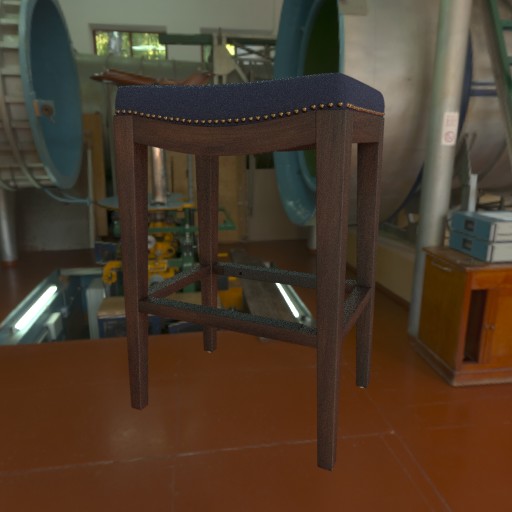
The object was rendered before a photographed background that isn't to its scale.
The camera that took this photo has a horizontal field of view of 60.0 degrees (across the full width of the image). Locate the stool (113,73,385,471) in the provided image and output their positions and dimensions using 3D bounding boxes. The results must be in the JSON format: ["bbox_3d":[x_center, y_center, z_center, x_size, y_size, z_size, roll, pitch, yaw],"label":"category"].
[{"bbox_3d":[0.000,0.000,1.029,0.498,0.740,0.358,7,16,24],"label":"stool"}]
